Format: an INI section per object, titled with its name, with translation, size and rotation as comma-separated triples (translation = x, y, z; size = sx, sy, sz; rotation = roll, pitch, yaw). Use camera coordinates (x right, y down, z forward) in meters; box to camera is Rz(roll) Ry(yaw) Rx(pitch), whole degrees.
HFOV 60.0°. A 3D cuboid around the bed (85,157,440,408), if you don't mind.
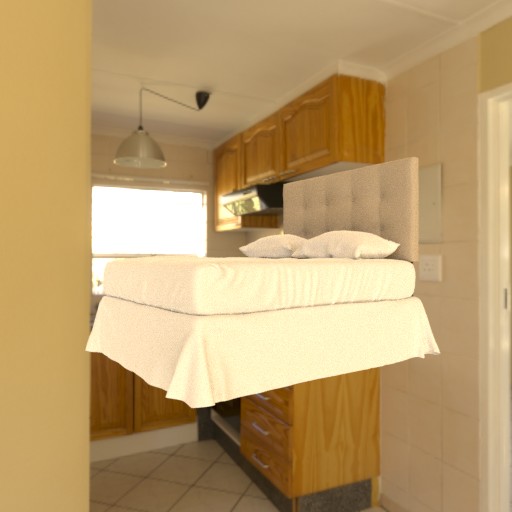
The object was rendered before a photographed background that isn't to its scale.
[bed]
translation = 0.000, 0.000, 3.584
size = 2.222, 1.577, 1.936
rotation = 0, 0, -36
